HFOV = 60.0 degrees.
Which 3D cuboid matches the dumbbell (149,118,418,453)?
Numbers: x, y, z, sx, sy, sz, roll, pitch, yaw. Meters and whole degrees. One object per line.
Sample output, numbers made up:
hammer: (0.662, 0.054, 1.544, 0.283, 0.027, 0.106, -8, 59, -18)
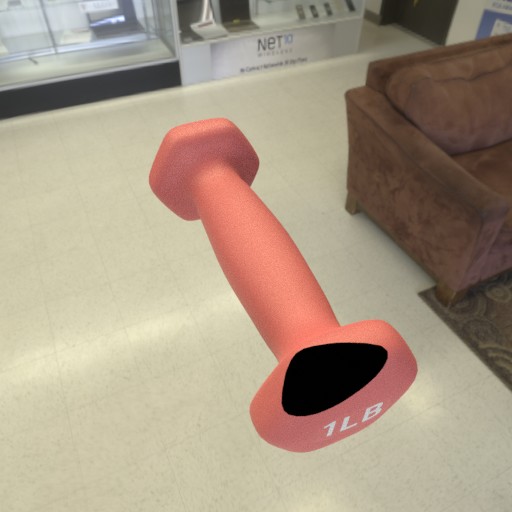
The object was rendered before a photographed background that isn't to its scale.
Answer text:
dumbbell: (0.000, 0.000, 0.149, 0.047, 0.043, 0.123, -17, 48, -16)
